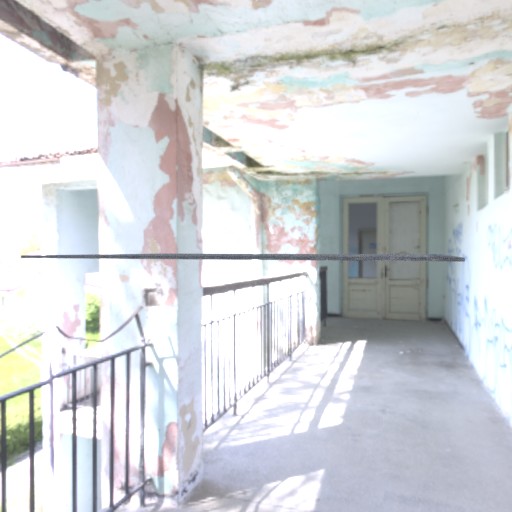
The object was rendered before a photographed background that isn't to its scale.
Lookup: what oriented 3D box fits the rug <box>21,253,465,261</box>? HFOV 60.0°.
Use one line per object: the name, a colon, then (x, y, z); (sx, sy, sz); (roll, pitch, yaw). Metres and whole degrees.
rug: (0.000, 0.000, 2.259); (1.819, 0.012, 1.208); (0, 1, 20)
